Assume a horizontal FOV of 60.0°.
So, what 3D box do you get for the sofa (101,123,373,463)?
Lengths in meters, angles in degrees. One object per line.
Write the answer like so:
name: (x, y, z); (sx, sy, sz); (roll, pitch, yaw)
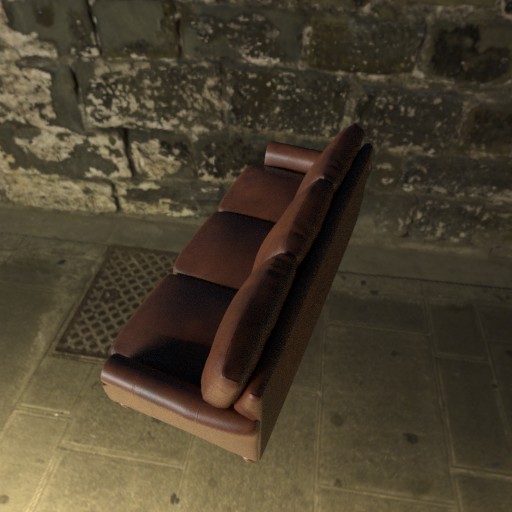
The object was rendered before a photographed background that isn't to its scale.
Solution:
sofa: (0.000, 0.000, 2.909); (0.973, 0.977, 2.351); (17, 48, 16)
